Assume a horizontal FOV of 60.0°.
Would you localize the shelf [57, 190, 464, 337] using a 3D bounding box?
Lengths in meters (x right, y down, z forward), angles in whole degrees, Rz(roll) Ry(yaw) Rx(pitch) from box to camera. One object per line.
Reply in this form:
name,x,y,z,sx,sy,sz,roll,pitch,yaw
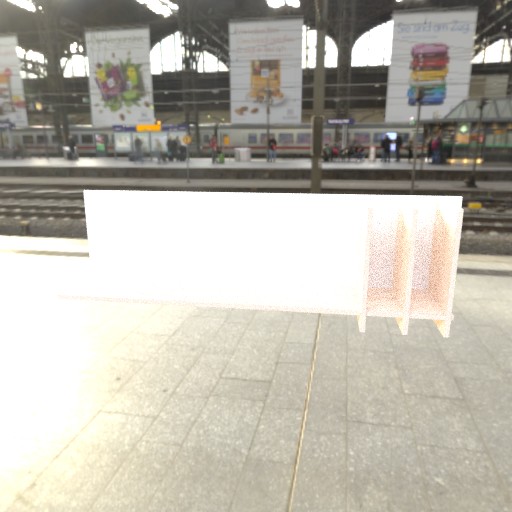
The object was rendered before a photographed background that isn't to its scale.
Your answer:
shelf,0.000,0.000,1.137,1.020,0.300,0.200,2,14,8
